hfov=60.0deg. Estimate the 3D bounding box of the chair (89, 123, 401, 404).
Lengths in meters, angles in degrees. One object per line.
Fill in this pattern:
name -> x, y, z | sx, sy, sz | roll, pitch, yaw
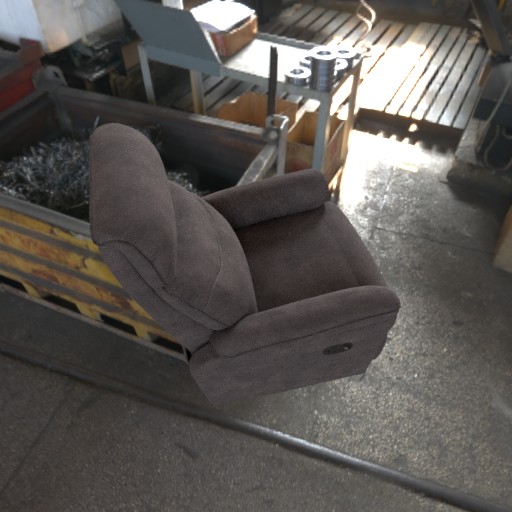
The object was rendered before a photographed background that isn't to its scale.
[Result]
chair -> 0.000, 0.000, 1.729 | 1.009, 1.035, 0.830 | -11, 48, -10
